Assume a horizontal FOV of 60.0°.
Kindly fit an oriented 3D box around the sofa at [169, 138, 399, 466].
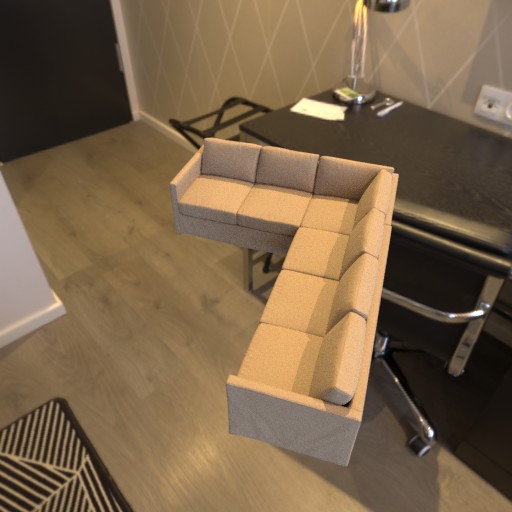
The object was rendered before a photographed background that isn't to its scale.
[{"bbox_3d":[0.000,0.000,4.371,2.432,0.871,3.182,12,43,13],"label":"sofa"}]
